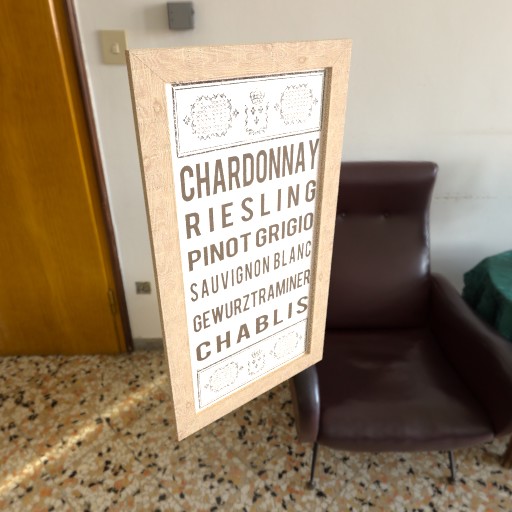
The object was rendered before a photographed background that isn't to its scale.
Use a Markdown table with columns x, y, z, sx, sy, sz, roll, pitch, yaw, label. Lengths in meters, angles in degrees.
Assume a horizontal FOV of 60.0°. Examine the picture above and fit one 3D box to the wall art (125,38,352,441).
| x | y | z | sx | sy | sz | roll | pitch | yaw | label |
| --- | --- | --- | --- | --- | --- | --- | --- | --- | --- |
| 0.000 | 0.000 | 0.789 | 0.381 | 0.683 | 0.013 | -20 | 35 | -32 | wall art |
